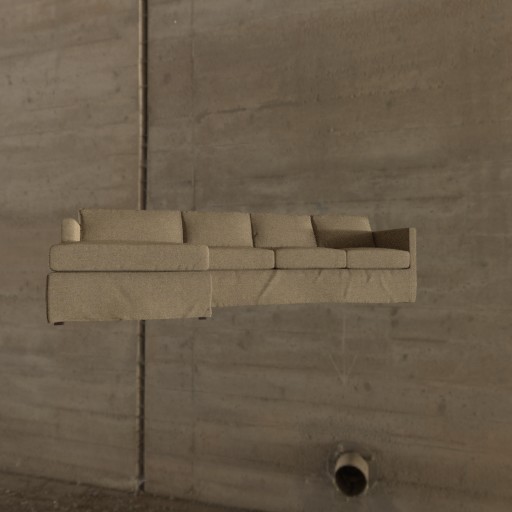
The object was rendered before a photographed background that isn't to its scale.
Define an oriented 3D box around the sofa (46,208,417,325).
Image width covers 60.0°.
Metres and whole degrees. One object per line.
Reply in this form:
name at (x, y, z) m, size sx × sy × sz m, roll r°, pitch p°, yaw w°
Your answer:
sofa at (0.000, 0.000, 3.899) m, size 3.198 × 0.920 × 1.638 m, roll 0°, pitch -1°, yaw -18°
